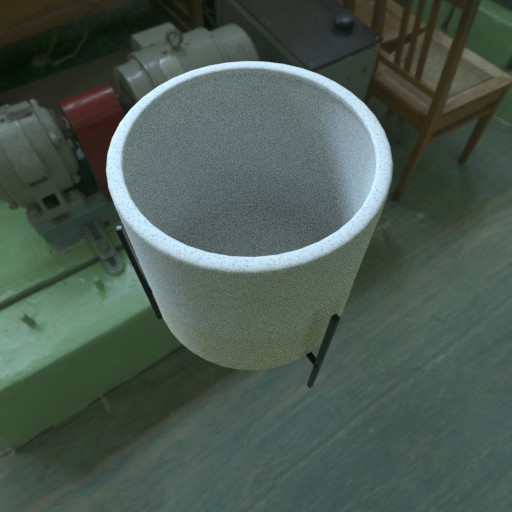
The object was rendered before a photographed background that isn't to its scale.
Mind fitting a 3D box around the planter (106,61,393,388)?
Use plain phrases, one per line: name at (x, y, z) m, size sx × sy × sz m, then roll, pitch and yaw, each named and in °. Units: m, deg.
planter at (0.000, 0.000, 0.657) m, size 0.313 × 0.423 × 0.335 m, roll -31°, pitch 64°, yaw -18°
